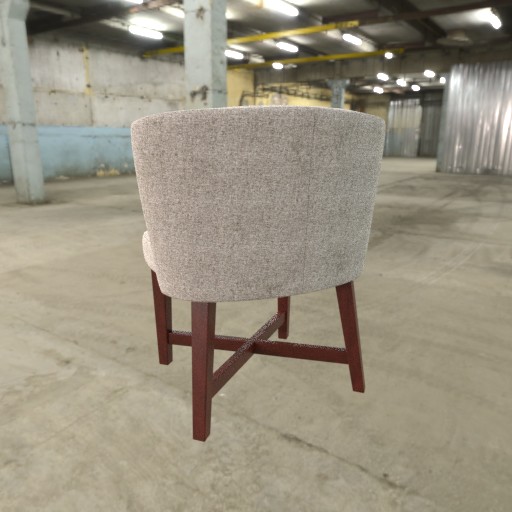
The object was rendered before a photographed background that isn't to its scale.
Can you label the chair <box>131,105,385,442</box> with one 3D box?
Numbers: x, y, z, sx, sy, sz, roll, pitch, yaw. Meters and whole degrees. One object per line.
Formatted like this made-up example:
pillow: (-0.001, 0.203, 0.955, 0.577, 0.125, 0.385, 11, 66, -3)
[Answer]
chair: (0.000, 0.000, 1.343, 0.728, 0.827, 0.575, -7, 16, -26)
